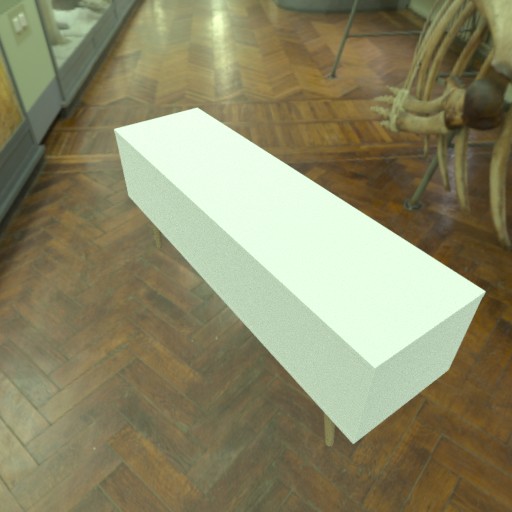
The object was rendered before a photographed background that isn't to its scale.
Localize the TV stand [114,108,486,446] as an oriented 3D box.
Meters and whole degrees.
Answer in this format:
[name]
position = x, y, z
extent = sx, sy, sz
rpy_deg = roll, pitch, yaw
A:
[TV stand]
position = 0.000, 0.000, 1.601
extent = 0.401, 0.560, 1.398
rpy_deg = -25, 46, -26
